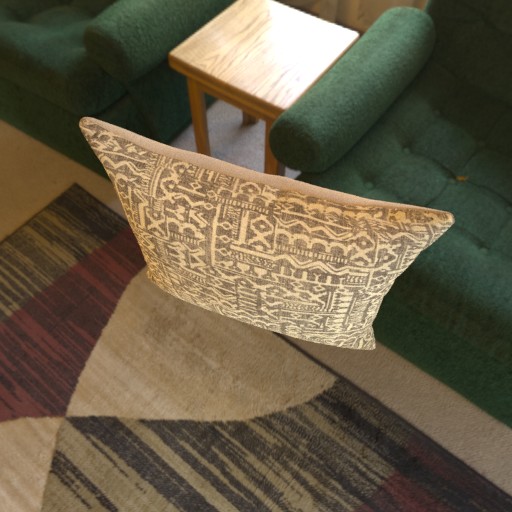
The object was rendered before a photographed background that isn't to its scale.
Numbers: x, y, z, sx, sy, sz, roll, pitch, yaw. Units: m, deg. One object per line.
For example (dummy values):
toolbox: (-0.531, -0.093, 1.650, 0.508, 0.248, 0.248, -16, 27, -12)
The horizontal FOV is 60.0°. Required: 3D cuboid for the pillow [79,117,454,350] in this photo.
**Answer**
pillow: (0.000, 0.000, 0.802, 0.546, 0.487, 0.180, 17, 61, 10)
